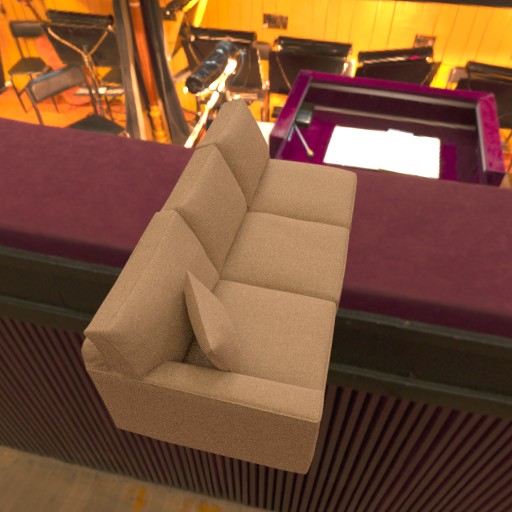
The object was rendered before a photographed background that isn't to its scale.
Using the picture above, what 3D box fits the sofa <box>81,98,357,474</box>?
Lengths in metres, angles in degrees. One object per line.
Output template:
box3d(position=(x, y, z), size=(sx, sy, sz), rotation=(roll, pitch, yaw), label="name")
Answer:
box3d(position=(0.000, 0.000, 2.558), size=(1.034, 0.946, 1.962), rotation=(10, 46, 9), label="sofa")
